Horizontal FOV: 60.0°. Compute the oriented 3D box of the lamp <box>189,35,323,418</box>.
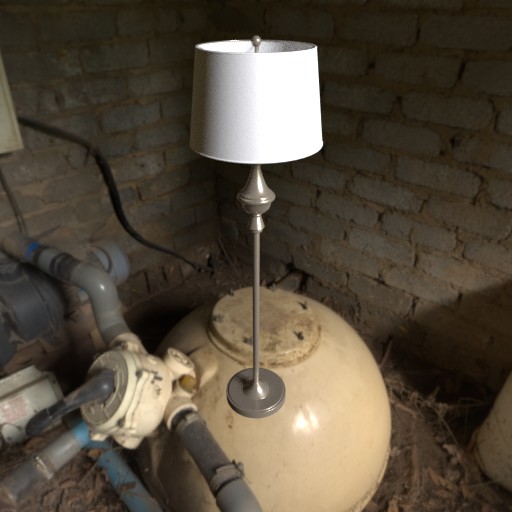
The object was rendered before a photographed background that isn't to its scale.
[{"bbox_3d":[0.000,0.000,1.665,0.431,1.488,0.431,0,31,0],"label":"lamp"}]
